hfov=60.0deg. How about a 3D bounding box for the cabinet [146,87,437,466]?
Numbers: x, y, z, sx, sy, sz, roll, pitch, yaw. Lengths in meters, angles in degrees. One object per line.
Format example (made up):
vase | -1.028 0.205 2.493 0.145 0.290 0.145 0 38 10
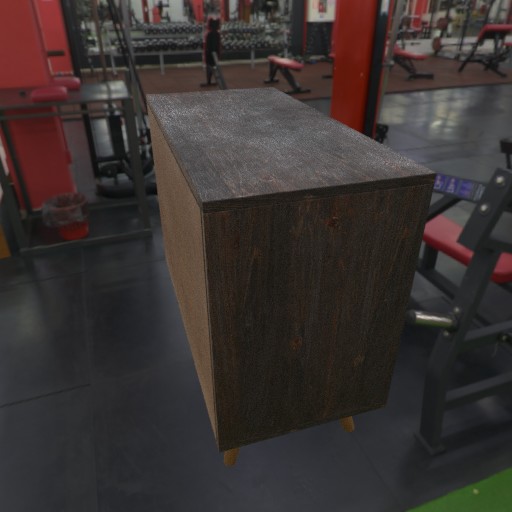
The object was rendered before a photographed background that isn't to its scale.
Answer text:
cabinet | 0.000 0.000 1.509 0.529 0.897 1.023 -9 32 -15
